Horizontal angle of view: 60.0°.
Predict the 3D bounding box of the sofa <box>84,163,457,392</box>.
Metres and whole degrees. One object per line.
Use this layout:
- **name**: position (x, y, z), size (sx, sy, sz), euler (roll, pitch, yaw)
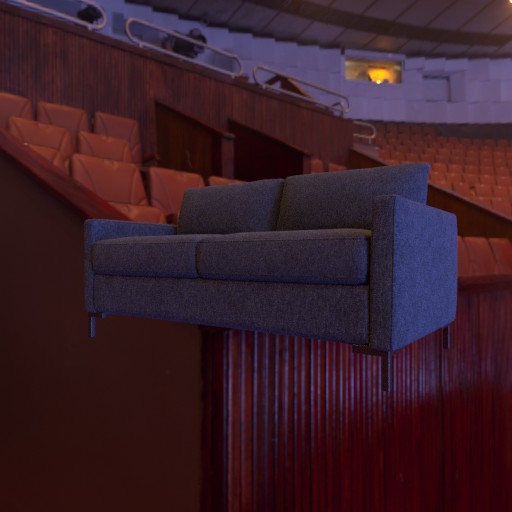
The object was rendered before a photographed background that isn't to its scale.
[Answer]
- **sofa**: position (0.000, 0.000, 2.208), size (1.716, 0.862, 0.866), euler (0, 0, 36)
